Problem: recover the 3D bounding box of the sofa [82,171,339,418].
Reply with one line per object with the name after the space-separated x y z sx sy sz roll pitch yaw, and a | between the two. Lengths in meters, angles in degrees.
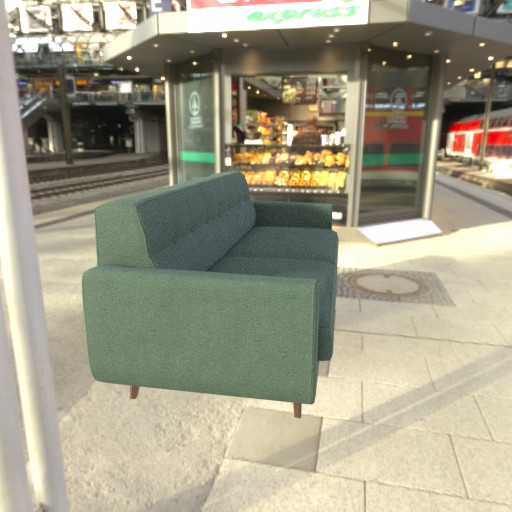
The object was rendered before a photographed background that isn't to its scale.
0.000 0.000 2.505 0.909 0.841 2.029 3 15 11 | sofa
